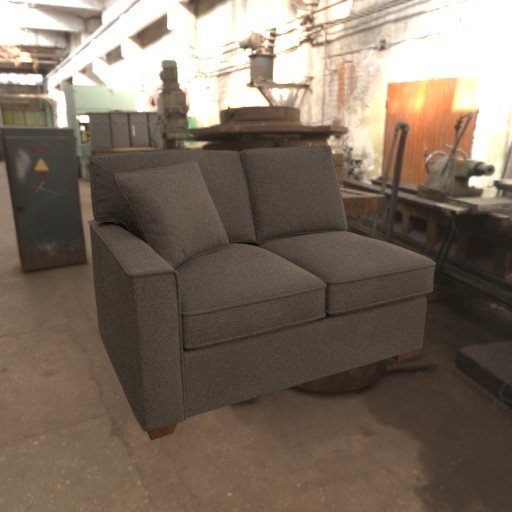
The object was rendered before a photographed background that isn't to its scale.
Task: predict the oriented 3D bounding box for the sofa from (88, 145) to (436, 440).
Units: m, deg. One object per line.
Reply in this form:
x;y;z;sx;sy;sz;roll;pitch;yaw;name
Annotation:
0.000;0.000;2.115;1.388;0.989;0.991;-8;18;-27;sofa
